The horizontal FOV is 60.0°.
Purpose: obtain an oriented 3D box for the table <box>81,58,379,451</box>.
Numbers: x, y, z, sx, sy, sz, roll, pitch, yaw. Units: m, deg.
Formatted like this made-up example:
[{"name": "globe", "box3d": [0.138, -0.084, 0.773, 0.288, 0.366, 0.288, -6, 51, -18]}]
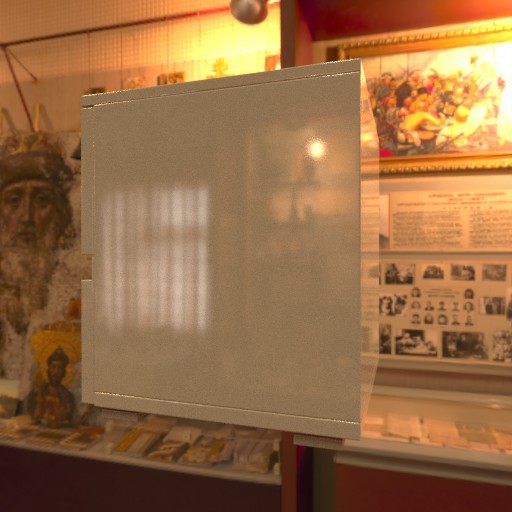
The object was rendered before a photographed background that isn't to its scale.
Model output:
[{"name": "table", "box3d": [0.000, 0.000, 0.786, 0.400, 0.470, 0.420, 0, 0, 18]}]
